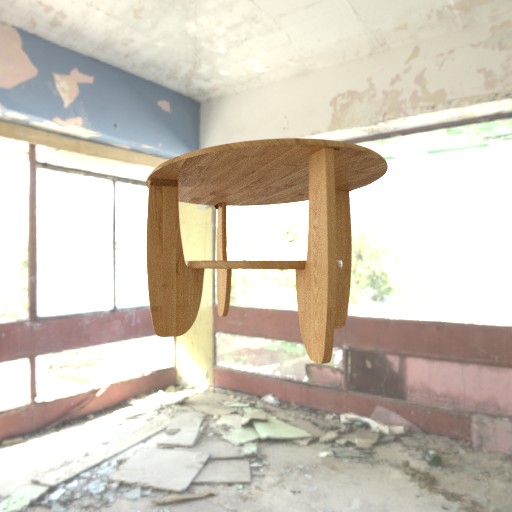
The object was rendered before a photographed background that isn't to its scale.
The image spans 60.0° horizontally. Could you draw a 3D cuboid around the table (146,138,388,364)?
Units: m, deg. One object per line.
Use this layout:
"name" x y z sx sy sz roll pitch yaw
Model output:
"table" 0.000 0.000 1.431 0.690 0.490 1.040 0 -1 -18
